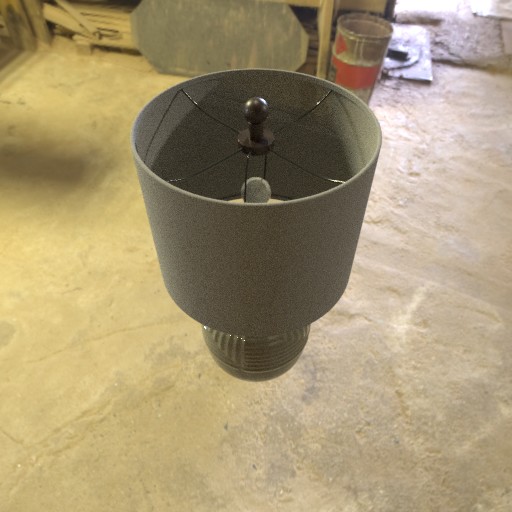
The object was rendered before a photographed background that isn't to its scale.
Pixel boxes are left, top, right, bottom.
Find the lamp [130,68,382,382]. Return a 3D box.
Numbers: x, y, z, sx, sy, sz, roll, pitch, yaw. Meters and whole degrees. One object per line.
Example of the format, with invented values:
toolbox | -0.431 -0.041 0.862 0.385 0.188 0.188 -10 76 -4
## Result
lamp | 0.000 0.000 0.750 0.318 0.567 0.318 0 47 0
